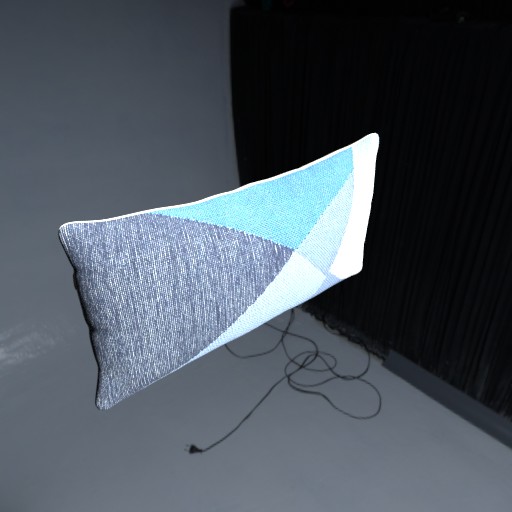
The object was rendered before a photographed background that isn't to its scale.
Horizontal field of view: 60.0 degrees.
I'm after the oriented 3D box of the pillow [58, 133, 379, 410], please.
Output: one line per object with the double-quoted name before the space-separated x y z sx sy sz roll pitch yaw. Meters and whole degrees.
"pillow" 0.000 0.000 0.739 0.604 0.307 0.148 -23 38 -33
